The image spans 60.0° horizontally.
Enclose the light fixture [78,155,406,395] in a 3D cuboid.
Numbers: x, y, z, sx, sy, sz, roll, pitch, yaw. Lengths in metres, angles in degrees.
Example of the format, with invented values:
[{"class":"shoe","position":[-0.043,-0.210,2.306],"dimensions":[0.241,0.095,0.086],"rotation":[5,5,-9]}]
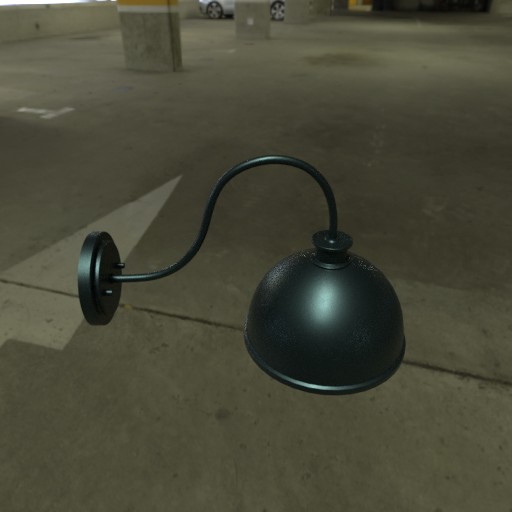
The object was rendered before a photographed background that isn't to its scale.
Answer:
[{"class":"light fixture","position":[0.000,0.000,0.631],"dimensions":[0.467,0.295,0.253],"rotation":[-1,31,-1]}]
